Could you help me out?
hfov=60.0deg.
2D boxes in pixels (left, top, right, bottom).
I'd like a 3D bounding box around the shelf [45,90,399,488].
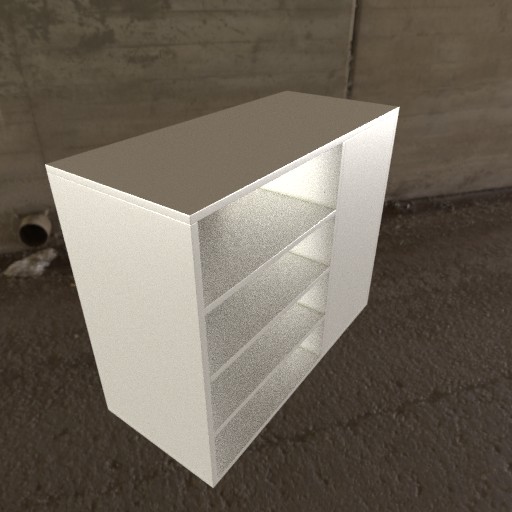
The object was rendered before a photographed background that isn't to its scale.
[{"bbox_3d":[0.000,0.000,1.289,0.396,0.732,0.895,21,37,30],"label":"shelf"}]
